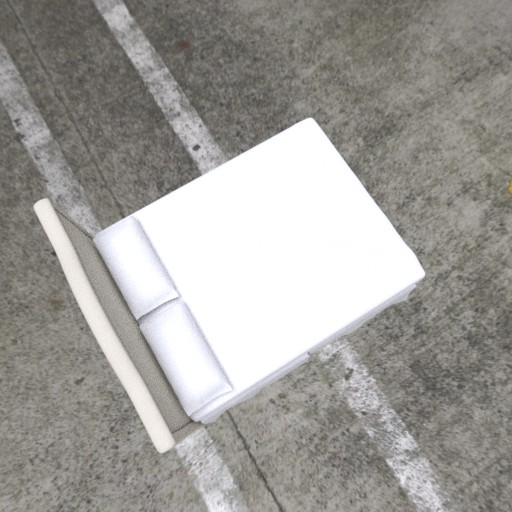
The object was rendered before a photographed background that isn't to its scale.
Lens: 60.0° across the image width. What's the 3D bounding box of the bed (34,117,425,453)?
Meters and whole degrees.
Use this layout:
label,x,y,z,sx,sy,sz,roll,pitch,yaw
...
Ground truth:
label,x,y,z,sx,sy,sz,roll,pitch,yaw
bed,0.000,0.000,3.289,2.196,1.449,1.741,-30,77,-8
